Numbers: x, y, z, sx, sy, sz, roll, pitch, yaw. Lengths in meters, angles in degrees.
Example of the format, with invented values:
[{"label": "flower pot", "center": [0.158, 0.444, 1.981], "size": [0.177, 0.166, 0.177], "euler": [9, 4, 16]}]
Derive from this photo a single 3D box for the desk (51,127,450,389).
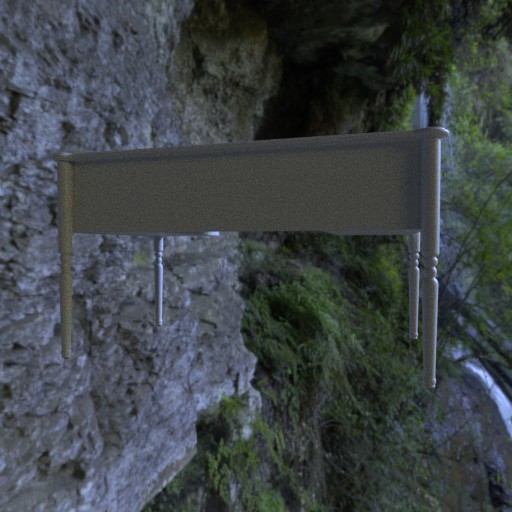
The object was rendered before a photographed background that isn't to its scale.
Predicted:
[{"label": "desk", "center": [0.000, 0.000, 1.826], "size": [1.380, 0.762, 0.807], "euler": [0, 1, 16]}]
